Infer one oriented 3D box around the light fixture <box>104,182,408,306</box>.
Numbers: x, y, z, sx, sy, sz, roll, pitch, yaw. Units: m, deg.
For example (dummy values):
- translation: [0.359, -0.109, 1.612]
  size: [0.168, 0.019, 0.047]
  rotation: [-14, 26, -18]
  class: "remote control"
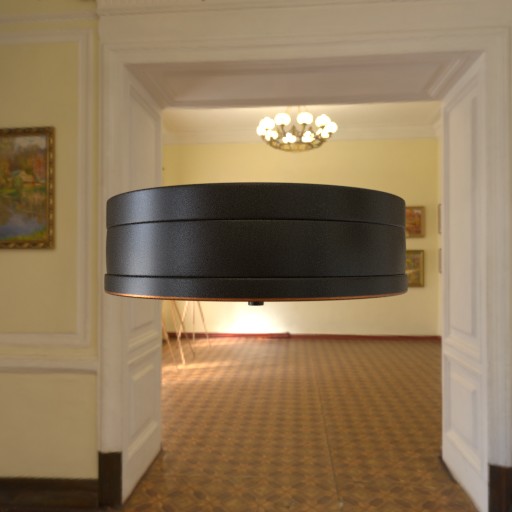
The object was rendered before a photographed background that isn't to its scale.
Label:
- translation: [0.000, 0.000, 0.438]
  size: [0.283, 0.097, 0.283]
  rotation: [0, -1, 0]
  class: "light fixture"
